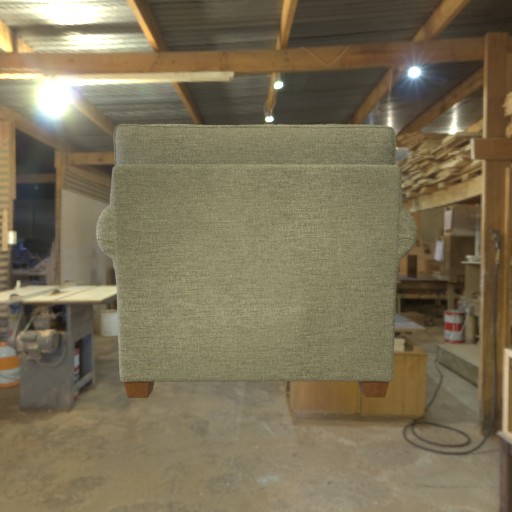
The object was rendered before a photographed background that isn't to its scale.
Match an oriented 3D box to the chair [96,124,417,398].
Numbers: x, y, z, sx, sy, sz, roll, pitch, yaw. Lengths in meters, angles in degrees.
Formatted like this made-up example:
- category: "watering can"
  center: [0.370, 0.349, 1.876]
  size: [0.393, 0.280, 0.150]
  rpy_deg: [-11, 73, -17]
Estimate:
- category: "chair"
  center: [0.000, 0.000, 1.878]
  size: [1.092, 0.961, 0.965]
  rpy_deg: [0, 1, 0]
